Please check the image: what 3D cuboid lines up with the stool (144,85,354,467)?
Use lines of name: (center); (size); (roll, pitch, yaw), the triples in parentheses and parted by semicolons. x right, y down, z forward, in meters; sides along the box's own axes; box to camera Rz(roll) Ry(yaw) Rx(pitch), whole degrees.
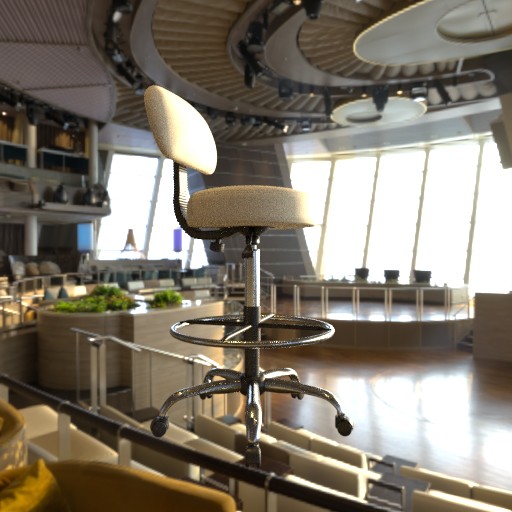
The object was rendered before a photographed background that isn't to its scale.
stool: (0.000, 0.000, 1.425); (0.616, 1.080, 0.609); (0, 0, 18)
